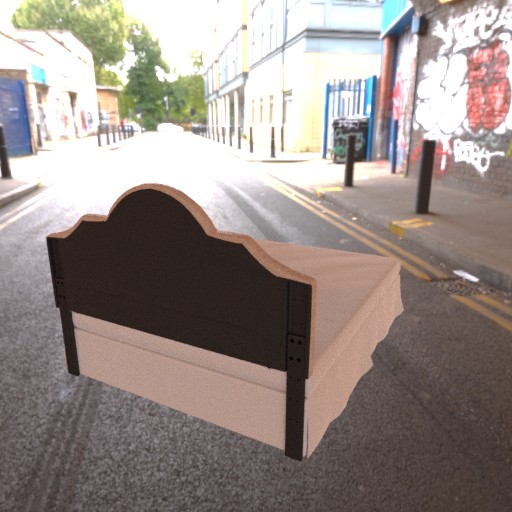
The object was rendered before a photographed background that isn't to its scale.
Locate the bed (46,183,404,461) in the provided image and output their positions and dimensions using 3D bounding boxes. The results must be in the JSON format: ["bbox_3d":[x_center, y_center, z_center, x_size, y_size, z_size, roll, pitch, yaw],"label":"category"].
[{"bbox_3d":[0.000,0.000,2.973,1.667,1.194,1.970,9,19,27],"label":"bed"}]
